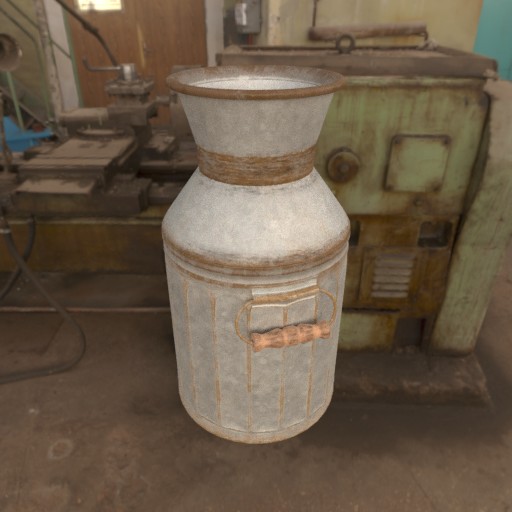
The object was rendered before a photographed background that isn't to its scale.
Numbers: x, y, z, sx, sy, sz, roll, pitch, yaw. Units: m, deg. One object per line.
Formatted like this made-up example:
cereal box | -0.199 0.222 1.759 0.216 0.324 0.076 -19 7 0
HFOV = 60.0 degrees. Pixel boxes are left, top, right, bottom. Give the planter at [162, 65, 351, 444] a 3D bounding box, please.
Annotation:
planter | 0.000 0.000 0.520 0.214 0.396 0.245 -8 31 -14
